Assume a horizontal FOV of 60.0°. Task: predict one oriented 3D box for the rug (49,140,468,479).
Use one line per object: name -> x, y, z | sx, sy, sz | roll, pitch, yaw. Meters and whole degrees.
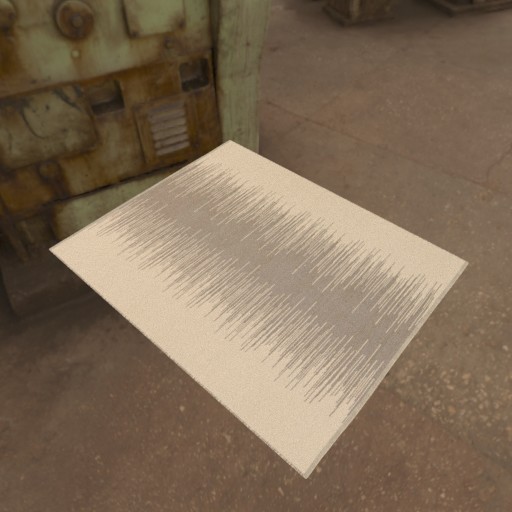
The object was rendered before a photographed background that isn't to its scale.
rug -> 0.000, 0.000, 4.099 | 3.037, 0.010, 2.453 | 33, 55, 27
